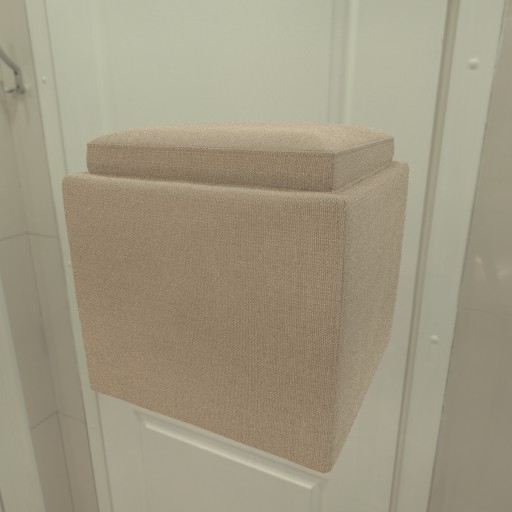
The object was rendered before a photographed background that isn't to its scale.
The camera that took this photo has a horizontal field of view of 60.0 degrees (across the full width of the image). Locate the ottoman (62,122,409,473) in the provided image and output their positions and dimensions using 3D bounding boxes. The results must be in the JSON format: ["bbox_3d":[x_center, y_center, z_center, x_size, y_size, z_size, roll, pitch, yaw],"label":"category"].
[{"bbox_3d":[0.000,0.000,0.797,0.451,0.460,0.450,9,20,25],"label":"ottoman"}]
